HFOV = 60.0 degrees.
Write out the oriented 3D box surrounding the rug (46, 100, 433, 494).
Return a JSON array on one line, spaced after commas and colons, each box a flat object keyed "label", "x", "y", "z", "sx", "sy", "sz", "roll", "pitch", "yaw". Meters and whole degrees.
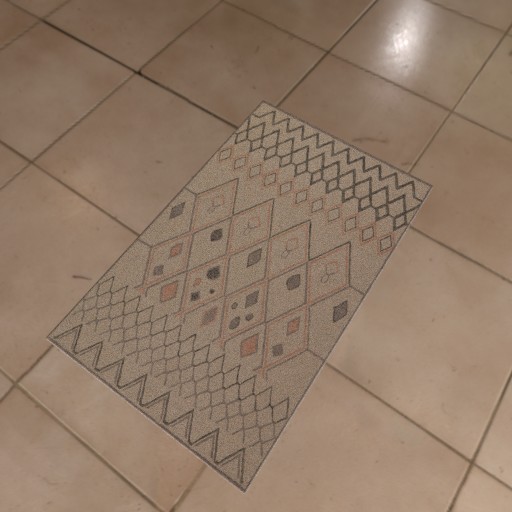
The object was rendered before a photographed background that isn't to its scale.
[{"label": "rug", "x": 0.000, "y": 0.000, "z": 3.030, "sx": 1.524, "sy": 0.015, "sz": 2.438, "roll": 32, "pitch": 68, "yaw": 15}]
